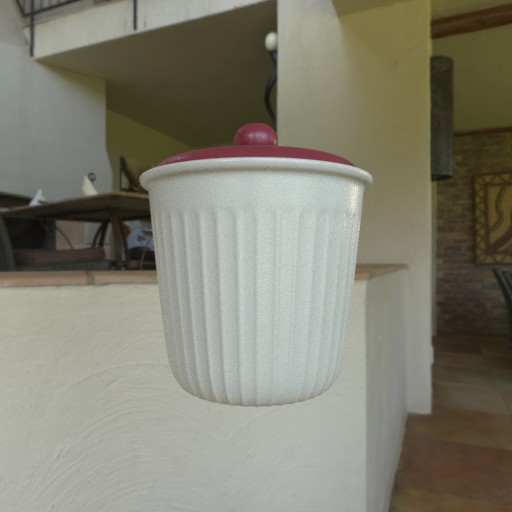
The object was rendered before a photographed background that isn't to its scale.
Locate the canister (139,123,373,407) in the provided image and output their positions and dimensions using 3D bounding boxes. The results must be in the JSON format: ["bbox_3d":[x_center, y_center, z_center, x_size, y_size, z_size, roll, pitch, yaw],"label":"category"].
[{"bbox_3d":[0.000,0.000,0.355,0.181,0.211,0.181,0,0,0],"label":"canister"}]
